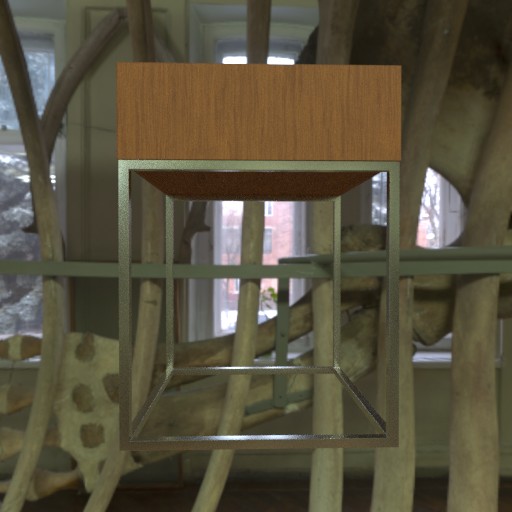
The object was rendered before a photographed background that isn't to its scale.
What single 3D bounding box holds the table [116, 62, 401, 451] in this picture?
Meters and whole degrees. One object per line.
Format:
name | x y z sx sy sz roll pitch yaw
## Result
table | 0.000 0.000 0.819 0.398 0.540 0.397 0 1 -2
